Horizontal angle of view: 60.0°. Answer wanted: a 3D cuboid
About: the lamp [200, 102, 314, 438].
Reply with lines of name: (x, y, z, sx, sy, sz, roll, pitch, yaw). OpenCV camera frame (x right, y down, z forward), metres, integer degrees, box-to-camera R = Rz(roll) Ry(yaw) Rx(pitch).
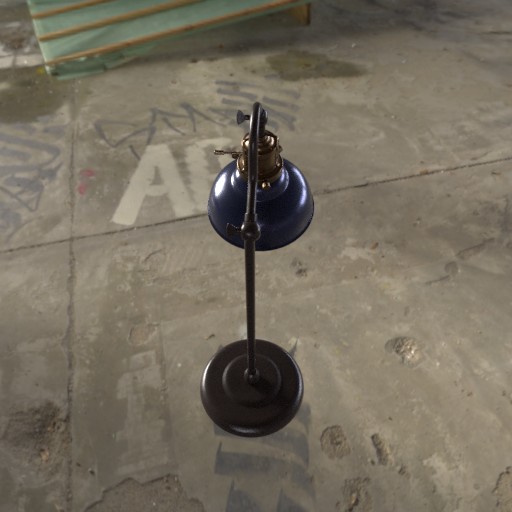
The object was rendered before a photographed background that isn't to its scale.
lamp: (0.000, 0.000, 0.703, 0.192, 0.508, 0.374, 3, 46, 3)
